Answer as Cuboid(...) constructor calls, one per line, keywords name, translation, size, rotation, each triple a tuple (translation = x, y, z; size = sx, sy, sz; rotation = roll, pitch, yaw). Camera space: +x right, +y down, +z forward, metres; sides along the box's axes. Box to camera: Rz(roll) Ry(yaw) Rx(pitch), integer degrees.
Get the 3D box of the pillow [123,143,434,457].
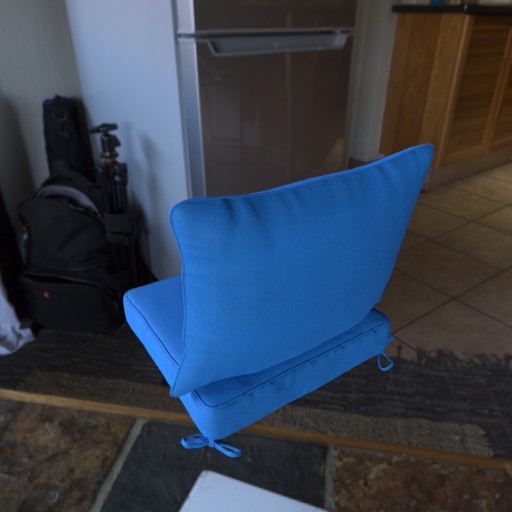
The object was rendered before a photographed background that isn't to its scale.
Cuboid(name="pillow", translation=(0.000, 0.000, 1.372), size=(0.798, 0.725, 0.733), rotation=(-18, 34, -29))
